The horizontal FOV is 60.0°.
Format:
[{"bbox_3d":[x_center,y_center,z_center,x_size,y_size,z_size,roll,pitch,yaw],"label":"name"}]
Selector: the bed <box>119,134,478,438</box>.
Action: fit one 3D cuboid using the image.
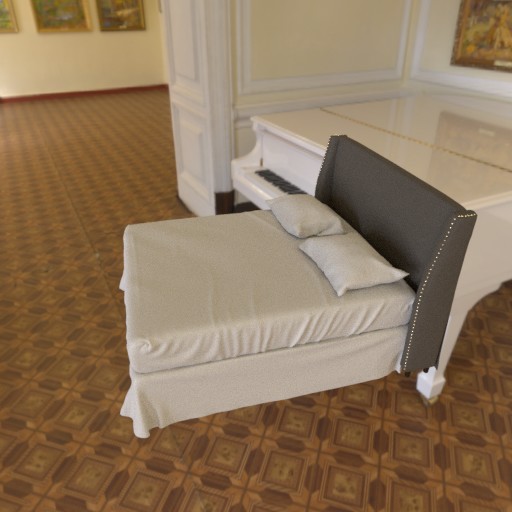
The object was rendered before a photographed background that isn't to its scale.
[{"bbox_3d":[0.000,0.000,3.508,2.276,1.332,1.925,-8,31,-13],"label":"bed"}]
